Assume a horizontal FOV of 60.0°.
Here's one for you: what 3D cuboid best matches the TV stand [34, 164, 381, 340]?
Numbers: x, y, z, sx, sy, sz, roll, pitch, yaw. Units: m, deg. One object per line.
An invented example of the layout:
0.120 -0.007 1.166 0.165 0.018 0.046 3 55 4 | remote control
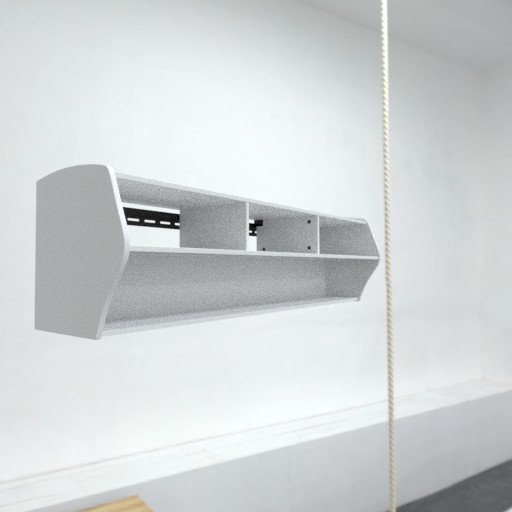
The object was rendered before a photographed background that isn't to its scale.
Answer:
0.000 0.000 1.679 0.397 0.424 1.473 -1 -2 37 | TV stand
